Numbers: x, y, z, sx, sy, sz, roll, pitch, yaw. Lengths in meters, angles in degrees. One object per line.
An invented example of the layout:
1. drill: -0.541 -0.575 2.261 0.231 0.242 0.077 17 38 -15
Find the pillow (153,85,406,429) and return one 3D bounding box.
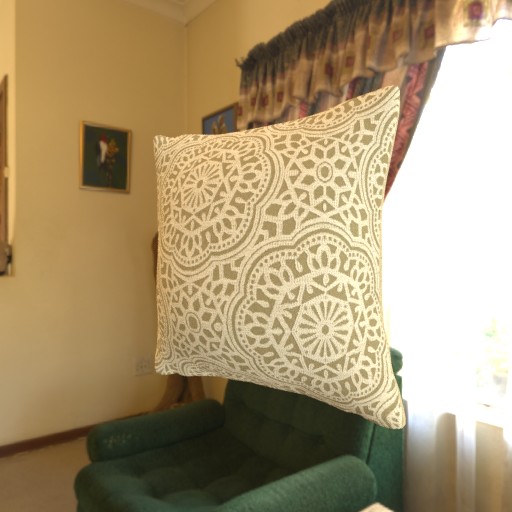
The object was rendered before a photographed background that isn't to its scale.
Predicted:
1. pillow: 0.000 0.000 0.659 0.438 0.421 0.167 0 0 35
